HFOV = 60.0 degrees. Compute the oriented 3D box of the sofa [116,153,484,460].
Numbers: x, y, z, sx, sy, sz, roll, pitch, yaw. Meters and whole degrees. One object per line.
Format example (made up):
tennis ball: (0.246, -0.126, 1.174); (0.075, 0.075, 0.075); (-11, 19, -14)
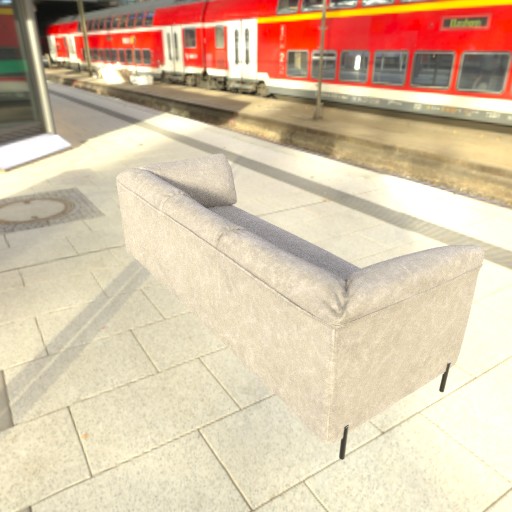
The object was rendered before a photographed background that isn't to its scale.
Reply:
sofa: (0.000, 0.000, 2.617); (0.899, 0.758, 2.238); (-17, 30, -31)
